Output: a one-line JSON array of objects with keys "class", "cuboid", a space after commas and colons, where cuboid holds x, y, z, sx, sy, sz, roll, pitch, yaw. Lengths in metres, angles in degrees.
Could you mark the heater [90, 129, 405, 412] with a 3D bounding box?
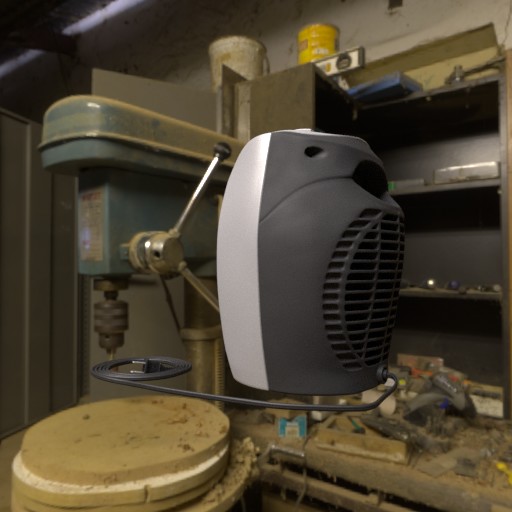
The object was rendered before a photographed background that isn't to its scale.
[{"class": "heater", "cuboid": [0.000, 0.000, 0.461, 0.291, 0.240, 0.239, -1, -2, 36]}]
